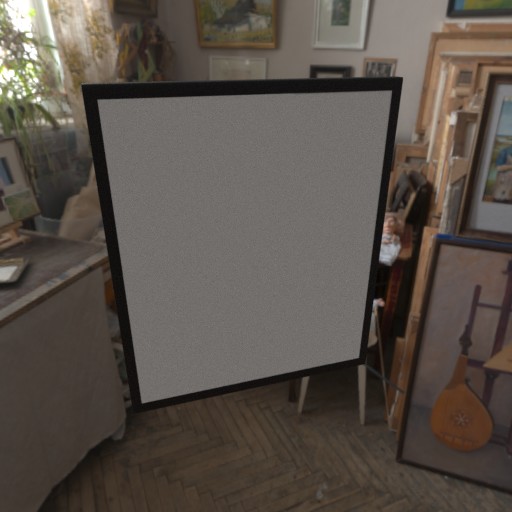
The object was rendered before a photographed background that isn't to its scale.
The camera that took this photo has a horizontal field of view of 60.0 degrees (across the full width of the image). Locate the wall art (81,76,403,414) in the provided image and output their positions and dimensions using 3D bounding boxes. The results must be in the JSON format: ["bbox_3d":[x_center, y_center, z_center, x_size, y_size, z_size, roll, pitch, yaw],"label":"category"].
[{"bbox_3d":[0.000,0.000,0.688,0.430,0.509,0.021,-8,27,-15],"label":"wall art"}]
